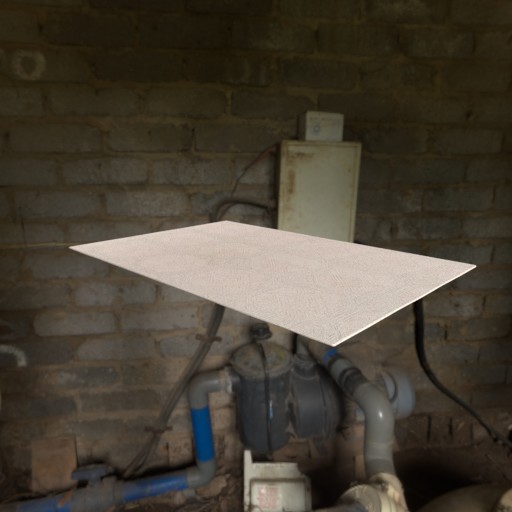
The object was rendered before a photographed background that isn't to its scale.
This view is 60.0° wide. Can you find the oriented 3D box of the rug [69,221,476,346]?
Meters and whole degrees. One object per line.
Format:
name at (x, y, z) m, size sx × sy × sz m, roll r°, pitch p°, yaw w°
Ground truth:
rug at (0.000, 0.000, 2.376) m, size 1.839 × 0.009 × 1.236 m, roll 14°, pitch 20°, yaw 42°
